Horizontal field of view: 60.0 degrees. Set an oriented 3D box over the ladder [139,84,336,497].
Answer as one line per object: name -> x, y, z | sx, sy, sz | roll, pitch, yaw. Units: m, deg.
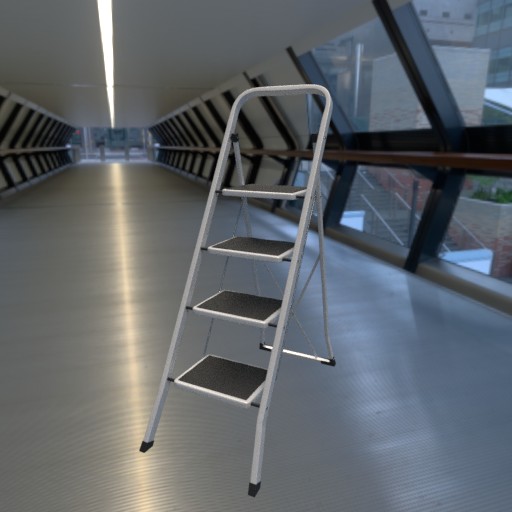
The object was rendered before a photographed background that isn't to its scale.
ladder -> 0.000, 0.000, 1.693 | 0.460, 1.265, 0.914 | 8, 17, 26
